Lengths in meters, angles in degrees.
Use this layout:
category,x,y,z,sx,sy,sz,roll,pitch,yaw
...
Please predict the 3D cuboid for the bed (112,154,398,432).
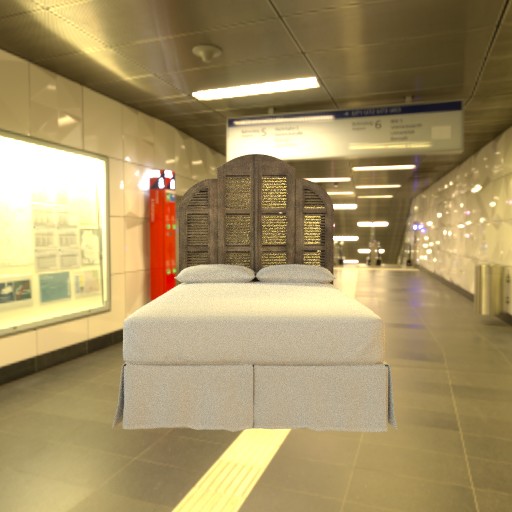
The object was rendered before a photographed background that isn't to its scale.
category,x,y,z,sx,sy,sz,roll,pitch,yaw
bed,0.000,0.000,3.630,1.713,2.019,2.138,0,3,0
